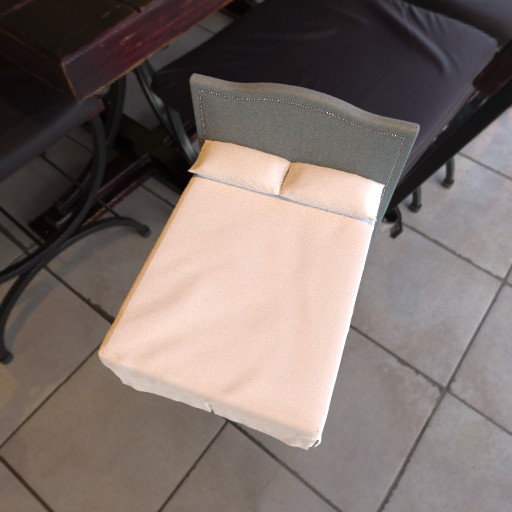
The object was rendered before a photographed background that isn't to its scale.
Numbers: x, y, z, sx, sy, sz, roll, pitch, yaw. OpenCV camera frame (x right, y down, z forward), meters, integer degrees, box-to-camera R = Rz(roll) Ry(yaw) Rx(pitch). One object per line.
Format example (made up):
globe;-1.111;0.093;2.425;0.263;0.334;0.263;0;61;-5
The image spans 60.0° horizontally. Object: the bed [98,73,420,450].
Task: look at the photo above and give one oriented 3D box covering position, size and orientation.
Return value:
bed;0.000;0.000;3.315;1.753;1.460;2.143;16;60;10
